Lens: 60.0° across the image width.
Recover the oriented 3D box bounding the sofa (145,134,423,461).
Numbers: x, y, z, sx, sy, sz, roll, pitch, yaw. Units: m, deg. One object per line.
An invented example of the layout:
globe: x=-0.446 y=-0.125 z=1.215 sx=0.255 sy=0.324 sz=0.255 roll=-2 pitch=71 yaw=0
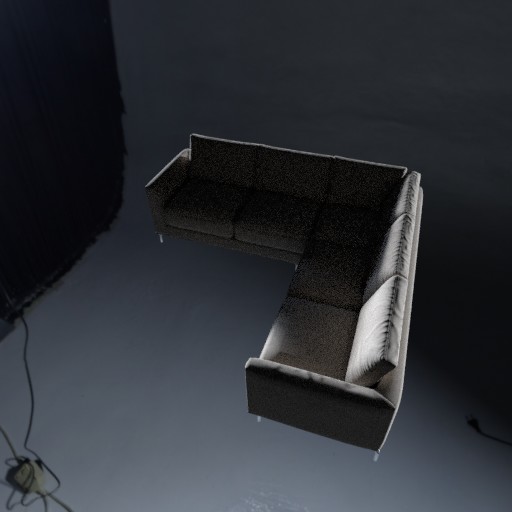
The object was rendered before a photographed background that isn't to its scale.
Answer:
sofa: x=0.000 y=0.000 z=3.627 sx=2.438 sy=0.864 sz=2.438 roll=12 pitch=41 yaw=15
